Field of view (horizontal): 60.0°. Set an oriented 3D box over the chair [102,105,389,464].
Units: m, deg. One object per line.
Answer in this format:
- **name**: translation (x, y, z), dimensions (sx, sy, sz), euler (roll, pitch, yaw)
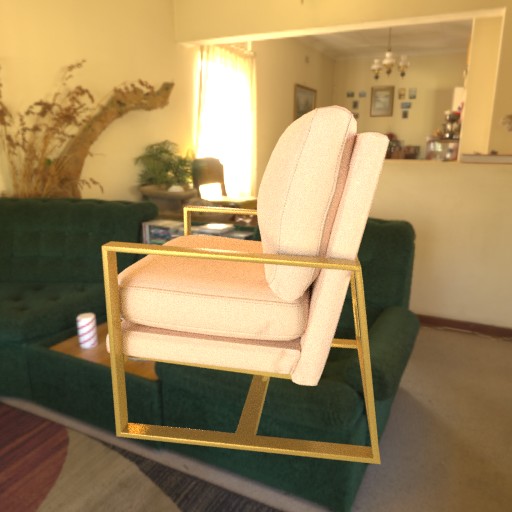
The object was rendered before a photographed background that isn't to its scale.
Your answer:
- **chair**: translation (0.000, 0.000, 1.518), dimensions (0.813, 0.956, 0.758), euler (2, 15, 9)
